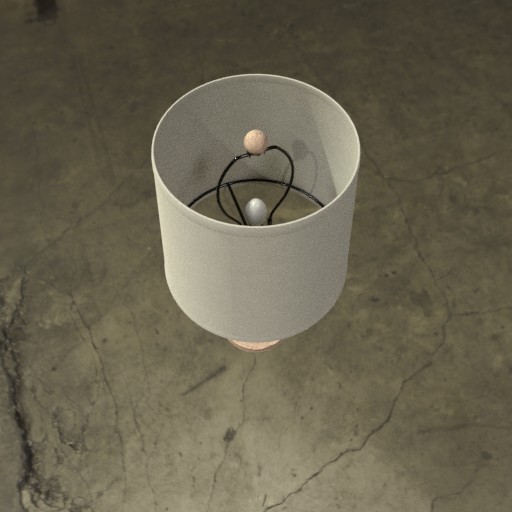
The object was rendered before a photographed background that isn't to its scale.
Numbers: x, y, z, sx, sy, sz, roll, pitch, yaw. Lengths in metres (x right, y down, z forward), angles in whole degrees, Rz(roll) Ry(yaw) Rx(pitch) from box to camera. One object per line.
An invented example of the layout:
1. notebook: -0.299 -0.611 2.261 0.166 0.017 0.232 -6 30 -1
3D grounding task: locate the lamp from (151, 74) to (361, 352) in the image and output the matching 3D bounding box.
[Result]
1. lamp: 0.000 0.000 0.668 0.273 0.497 0.273 0 60 0
